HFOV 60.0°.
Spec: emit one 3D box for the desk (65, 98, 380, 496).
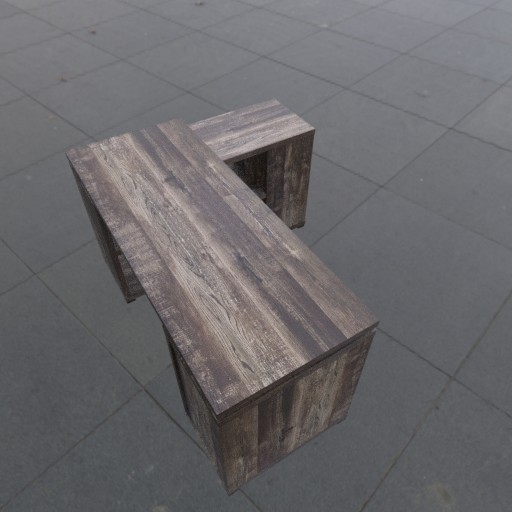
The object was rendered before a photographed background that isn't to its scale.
[{"bbox_3d":[0.000,0.000,2.156,1.200,0.753,1.524,-24,51,-21],"label":"desk"}]
